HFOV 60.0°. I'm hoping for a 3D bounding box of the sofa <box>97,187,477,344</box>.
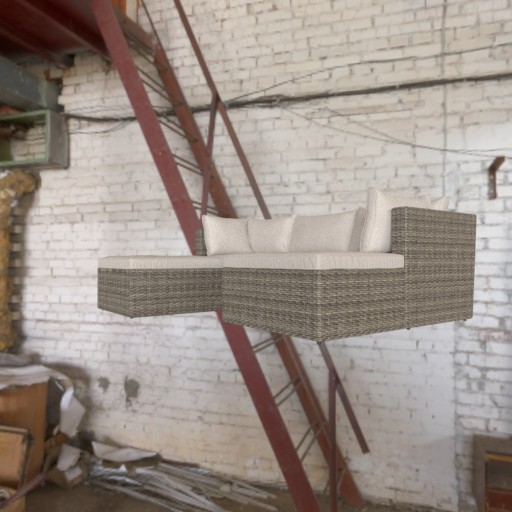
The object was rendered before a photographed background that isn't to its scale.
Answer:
[{"bbox_3d":[0.000,0.000,3.028,1.662,0.766,2.192,0,0,-36],"label":"sofa"}]
